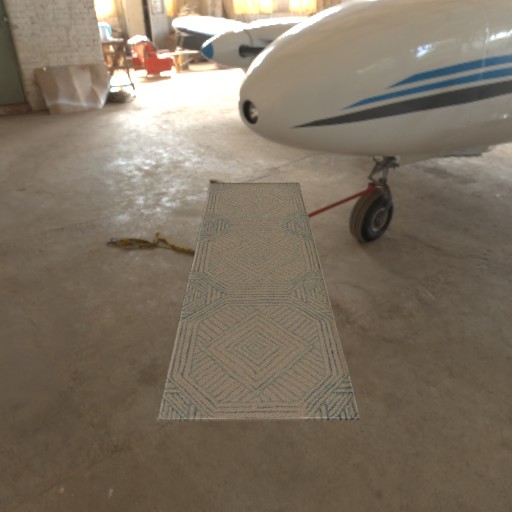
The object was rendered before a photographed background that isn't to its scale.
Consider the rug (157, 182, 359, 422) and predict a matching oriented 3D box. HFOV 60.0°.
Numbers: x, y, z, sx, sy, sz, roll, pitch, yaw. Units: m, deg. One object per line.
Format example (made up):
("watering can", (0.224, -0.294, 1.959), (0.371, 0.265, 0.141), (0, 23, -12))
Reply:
("rug", (0.000, 0.000, 2.732), (0.775, 0.012, 2.452), (0, 30, 0))
